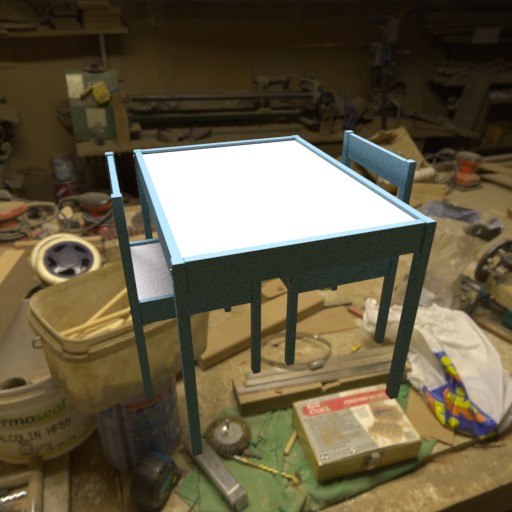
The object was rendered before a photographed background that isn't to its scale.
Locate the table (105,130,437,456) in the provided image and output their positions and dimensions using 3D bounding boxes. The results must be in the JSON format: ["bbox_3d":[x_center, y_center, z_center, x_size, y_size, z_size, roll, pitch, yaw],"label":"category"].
[{"bbox_3d":[0.000,0.000,1.101,0.633,0.503,0.639,-10,31,-16],"label":"table"}]
